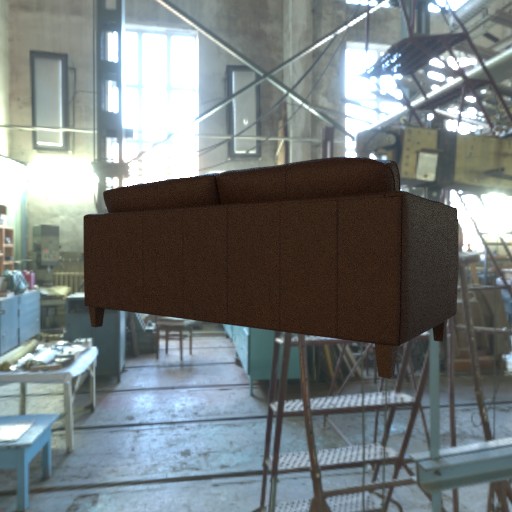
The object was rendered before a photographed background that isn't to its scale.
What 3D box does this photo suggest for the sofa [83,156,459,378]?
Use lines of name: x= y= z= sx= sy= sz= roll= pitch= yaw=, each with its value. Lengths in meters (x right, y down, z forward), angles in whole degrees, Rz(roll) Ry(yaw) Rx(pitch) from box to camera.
sofa: x=0.000 y=0.000 z=2.498 sx=1.971 sy=0.863 sz=0.923 roll=1 pitch=1 yaw=36
